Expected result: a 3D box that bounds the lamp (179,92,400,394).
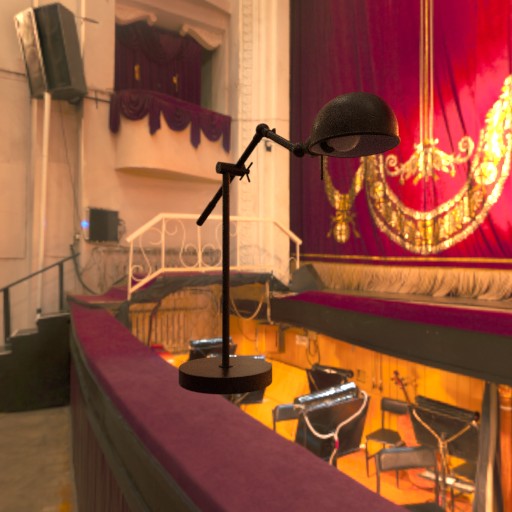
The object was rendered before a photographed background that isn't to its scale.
[{"bbox_3d":[0.000,0.000,0.797,0.185,0.495,0.567,1,-1,-33],"label":"lamp"}]
